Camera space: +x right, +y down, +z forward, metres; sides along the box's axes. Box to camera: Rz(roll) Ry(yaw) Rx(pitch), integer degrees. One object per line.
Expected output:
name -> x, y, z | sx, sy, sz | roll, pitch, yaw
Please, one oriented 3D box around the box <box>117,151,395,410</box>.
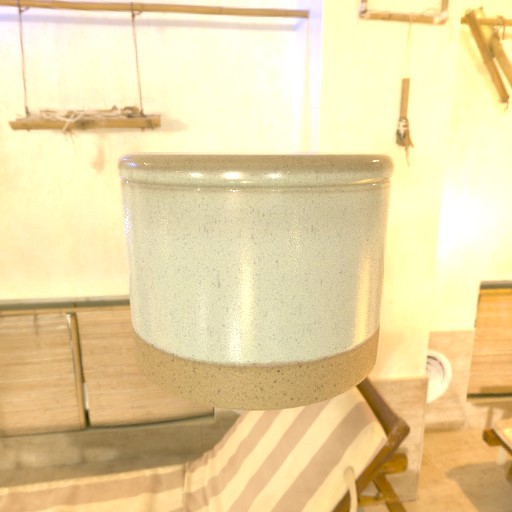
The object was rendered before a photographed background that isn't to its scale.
box -> 0.000, 0.000, 0.269 | 0.154, 0.123, 0.154 | 0, 14, 0
